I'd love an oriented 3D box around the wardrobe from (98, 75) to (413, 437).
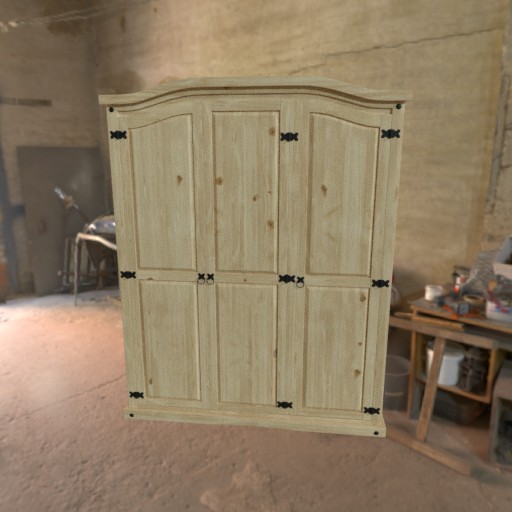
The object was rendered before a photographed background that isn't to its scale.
[{"bbox_3d":[0.000,0.000,2.571,1.500,1.870,0.570,2,14,7],"label":"wardrobe"}]
